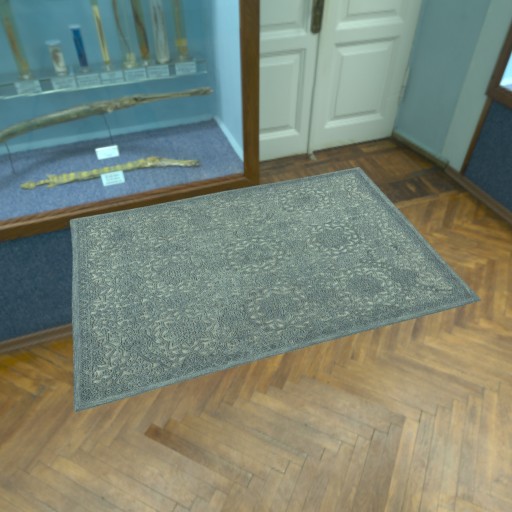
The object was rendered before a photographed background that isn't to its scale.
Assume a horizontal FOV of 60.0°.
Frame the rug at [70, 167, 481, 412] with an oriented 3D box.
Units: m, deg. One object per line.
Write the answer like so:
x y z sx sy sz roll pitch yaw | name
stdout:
0.000 0.000 2.293 1.830 0.016 1.224 -12 44 -13 | rug
